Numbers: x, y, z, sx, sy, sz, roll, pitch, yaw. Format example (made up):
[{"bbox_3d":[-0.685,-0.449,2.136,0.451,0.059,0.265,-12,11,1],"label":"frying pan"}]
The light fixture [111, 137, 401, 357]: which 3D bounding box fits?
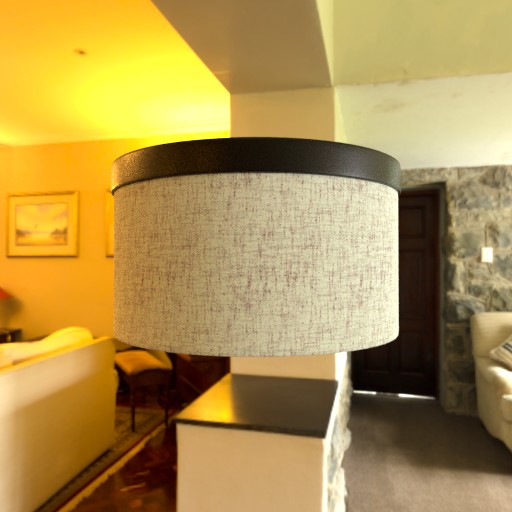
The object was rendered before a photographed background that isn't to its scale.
[{"bbox_3d":[0.000,0.000,0.625,0.389,0.229,0.389,0,-1,0],"label":"light fixture"}]
